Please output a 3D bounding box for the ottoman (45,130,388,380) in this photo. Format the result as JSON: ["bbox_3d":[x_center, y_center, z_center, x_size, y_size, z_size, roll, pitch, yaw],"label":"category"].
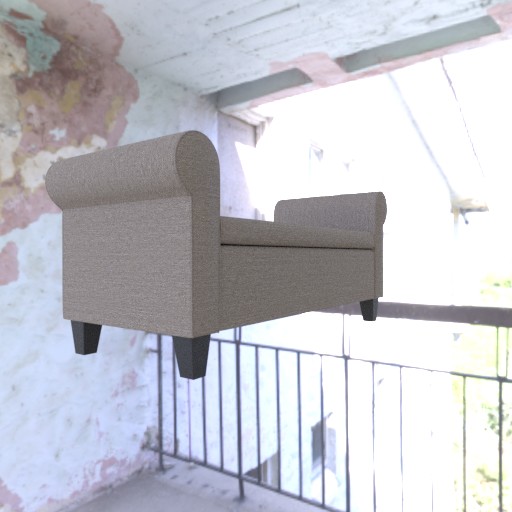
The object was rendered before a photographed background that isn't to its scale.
[{"bbox_3d":[0.000,0.000,1.560,0.521,0.547,1.256,0,0,36],"label":"ottoman"}]
